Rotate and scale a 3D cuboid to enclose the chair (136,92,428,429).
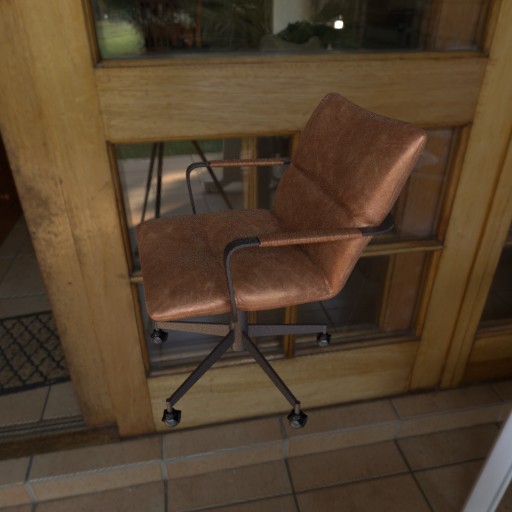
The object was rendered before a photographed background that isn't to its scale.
[{"bbox_3d":[0.000,0.000,1.467,0.754,0.922,0.727,-8,31,-14],"label":"chair"}]
